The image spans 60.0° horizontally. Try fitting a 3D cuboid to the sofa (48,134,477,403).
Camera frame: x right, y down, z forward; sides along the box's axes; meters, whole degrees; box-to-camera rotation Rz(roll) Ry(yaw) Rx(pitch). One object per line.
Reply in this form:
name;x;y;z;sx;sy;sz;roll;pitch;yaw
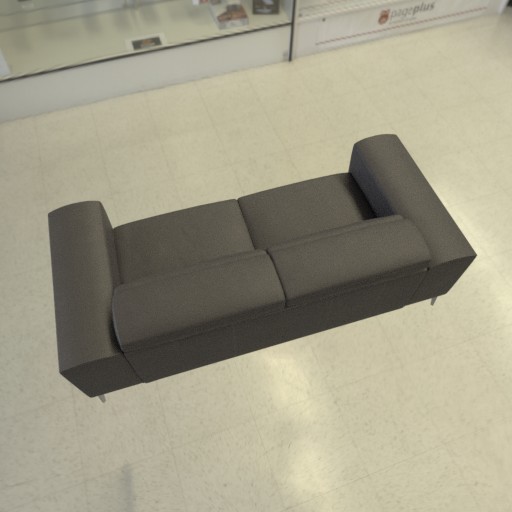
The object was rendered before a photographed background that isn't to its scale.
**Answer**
sofa;0.000;0.000;2.778;2.330;0.814;1.048;-15;59;-9
